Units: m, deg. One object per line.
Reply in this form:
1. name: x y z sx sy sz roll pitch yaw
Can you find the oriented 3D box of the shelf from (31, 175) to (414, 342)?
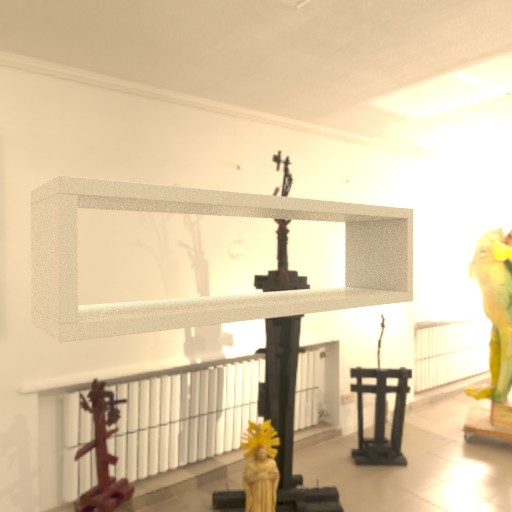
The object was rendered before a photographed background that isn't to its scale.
1. shelf: 0.000 0.000 0.692 0.610 0.170 0.150 -1 1 -37
